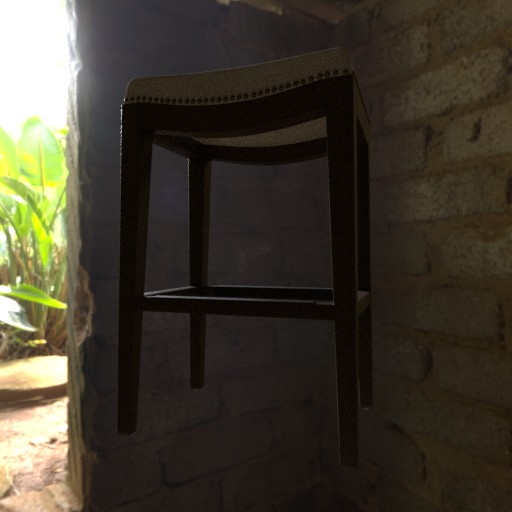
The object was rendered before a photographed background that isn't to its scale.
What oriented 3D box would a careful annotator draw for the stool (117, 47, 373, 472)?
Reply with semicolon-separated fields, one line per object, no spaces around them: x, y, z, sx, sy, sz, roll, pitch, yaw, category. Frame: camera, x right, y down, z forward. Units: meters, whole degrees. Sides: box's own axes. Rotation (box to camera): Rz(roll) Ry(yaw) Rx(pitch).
0.000;0.000;1.019;0.498;0.759;0.358;0;0;19;stool
